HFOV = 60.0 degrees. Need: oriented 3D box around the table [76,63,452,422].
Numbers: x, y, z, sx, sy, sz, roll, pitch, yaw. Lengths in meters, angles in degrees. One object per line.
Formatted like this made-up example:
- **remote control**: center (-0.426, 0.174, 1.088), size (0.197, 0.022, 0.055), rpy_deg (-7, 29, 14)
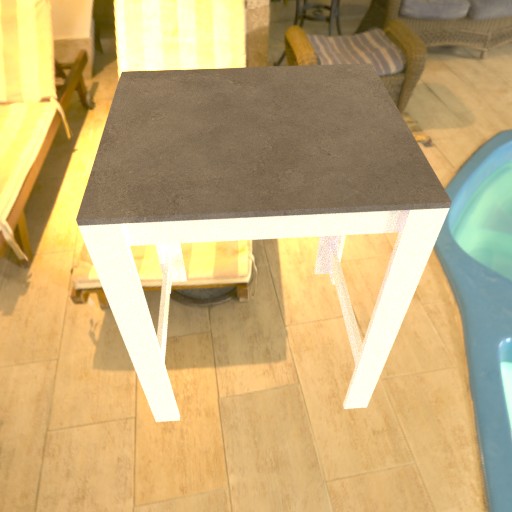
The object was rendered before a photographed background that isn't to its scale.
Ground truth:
- **table**: center (0.000, 0.000, 1.549), size (0.800, 1.020, 0.700), rpy_deg (-3, 47, -3)
